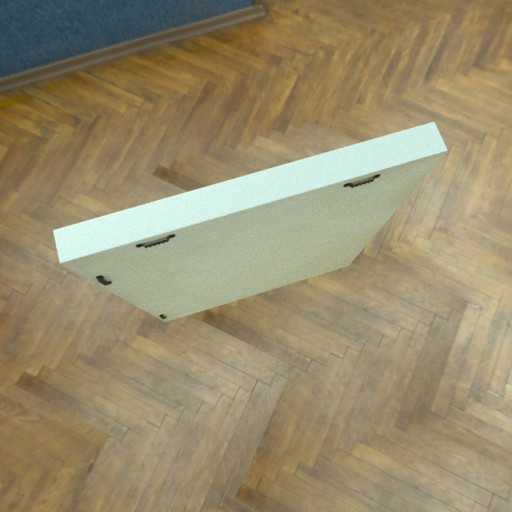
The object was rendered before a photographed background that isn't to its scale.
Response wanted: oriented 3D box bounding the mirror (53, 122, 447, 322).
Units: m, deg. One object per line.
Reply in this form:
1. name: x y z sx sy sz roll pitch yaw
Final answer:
1. mirror: 0.000 0.000 0.692 0.406 0.509 0.041 -17 76 -4
